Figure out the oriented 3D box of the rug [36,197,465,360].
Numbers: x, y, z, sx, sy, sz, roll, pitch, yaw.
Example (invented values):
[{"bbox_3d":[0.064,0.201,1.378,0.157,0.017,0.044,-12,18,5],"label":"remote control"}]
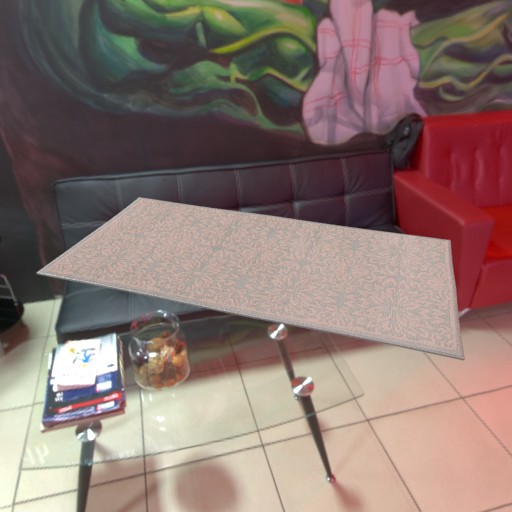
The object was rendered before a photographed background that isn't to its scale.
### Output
[{"bbox_3d":[0.000,0.000,1.443,1.219,0.007,0.604,9,32,15],"label":"rug"}]
